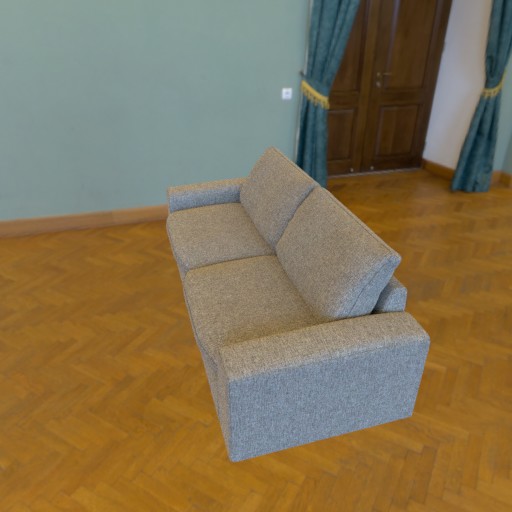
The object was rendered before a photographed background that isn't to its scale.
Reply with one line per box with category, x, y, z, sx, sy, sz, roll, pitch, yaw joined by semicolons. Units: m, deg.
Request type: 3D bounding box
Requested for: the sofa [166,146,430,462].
sofa;0.000;0.000;2.943;1.040;0.922;2.299;-8;31;-14
